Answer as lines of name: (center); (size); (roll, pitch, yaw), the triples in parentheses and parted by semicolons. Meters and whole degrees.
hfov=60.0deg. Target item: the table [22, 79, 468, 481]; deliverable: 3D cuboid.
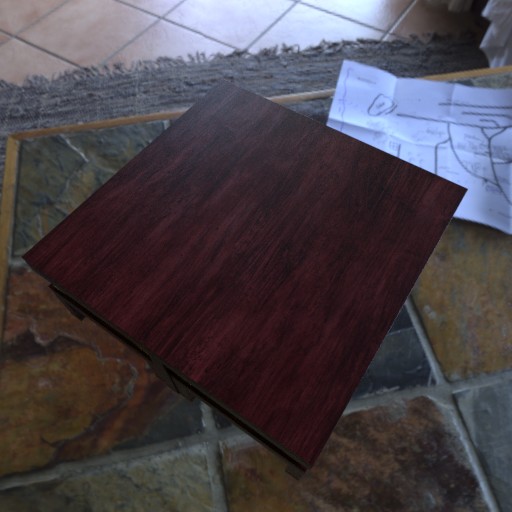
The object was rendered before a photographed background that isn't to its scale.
table: (0.000, 0.000, 1.346); (0.865, 0.356, 0.865); (30, 63, 17)
